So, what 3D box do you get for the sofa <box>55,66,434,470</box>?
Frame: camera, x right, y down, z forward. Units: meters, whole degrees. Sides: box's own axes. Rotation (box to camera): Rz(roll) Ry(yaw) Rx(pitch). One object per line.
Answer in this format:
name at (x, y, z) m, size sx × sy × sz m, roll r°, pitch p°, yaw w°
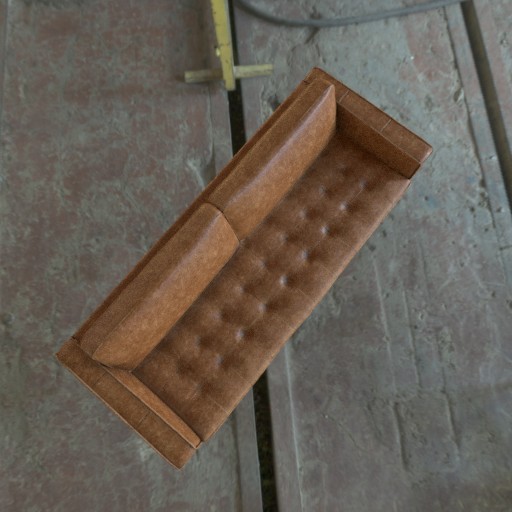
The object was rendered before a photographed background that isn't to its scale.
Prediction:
sofa at (0.000, 0.000, 2.542) m, size 0.886 × 0.779 × 2.199 m, roll 39°, pitch 79°, yaw 9°
